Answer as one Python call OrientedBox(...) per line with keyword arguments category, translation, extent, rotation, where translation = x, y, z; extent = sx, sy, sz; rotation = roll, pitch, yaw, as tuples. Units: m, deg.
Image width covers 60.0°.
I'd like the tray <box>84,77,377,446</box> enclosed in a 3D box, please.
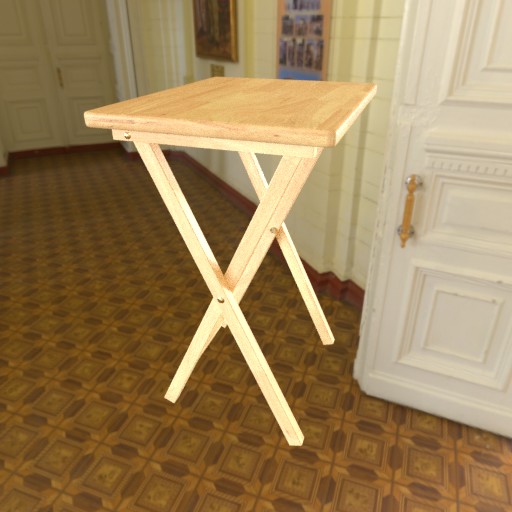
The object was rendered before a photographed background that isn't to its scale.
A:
OrientedBox(category="tray", translation=(0.000, 0.000, 0.957), extent=(0.381, 0.660, 0.483), rotation=(9, 30, 17))
